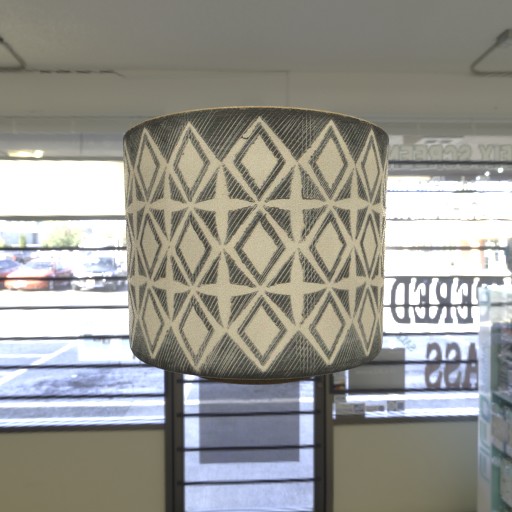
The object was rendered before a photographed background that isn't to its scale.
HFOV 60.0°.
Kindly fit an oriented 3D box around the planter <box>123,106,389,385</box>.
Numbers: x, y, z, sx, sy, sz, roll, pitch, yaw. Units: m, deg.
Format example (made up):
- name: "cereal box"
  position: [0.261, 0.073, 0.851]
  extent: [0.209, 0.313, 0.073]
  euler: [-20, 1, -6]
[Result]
- name: "planter"
  position: [0.000, 0.000, 0.336]
  extent: [0.192, 0.165, 0.192]
  euler: [0, 1, 0]
